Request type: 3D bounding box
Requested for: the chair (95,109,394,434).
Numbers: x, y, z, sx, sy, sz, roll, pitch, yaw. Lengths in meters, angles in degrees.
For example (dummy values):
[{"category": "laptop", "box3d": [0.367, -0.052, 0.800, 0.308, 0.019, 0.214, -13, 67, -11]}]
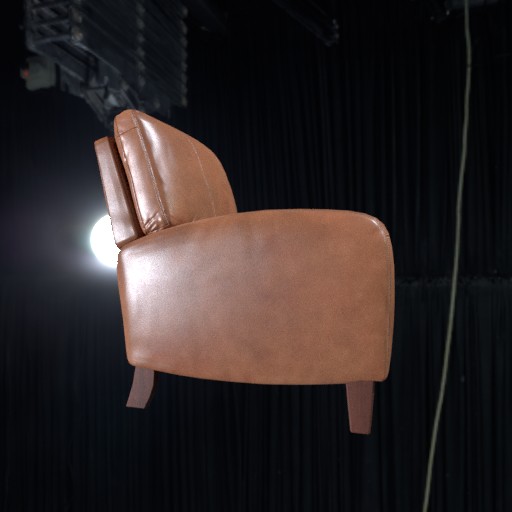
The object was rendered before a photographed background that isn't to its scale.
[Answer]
[{"category": "chair", "box3d": [0.000, 0.000, 1.665, 0.990, 0.990, 0.762, 0, 0, 17]}]
